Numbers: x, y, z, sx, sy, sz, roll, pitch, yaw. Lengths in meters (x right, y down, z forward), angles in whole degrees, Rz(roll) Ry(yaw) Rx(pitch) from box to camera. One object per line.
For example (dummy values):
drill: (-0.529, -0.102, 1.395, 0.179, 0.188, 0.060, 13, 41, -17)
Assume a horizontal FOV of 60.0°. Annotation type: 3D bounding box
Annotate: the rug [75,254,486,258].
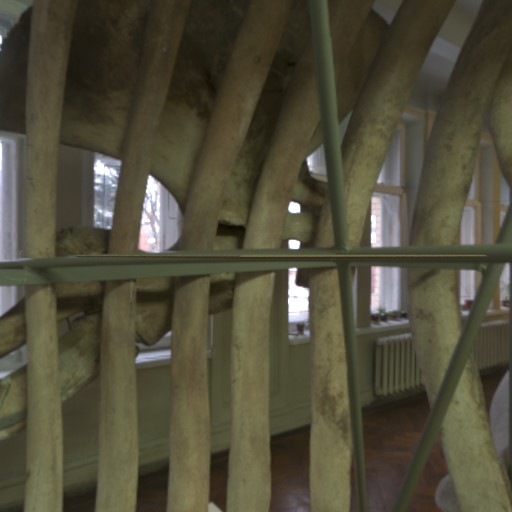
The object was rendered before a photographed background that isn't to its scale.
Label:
rug: (0.000, 0.000, 4.060, 2.413, 0.020, 3.041, 0, 0, -36)
